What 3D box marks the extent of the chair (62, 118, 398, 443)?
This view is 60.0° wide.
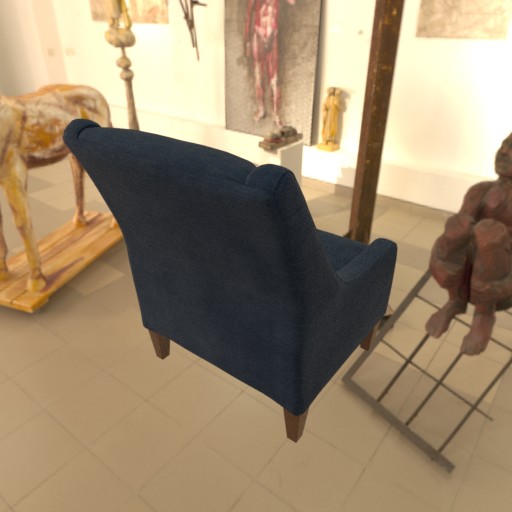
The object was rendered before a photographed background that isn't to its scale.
[{"bbox_3d":[0.000,0.000,1.601,0.774,1.014,0.870,21,36,32],"label":"chair"}]
